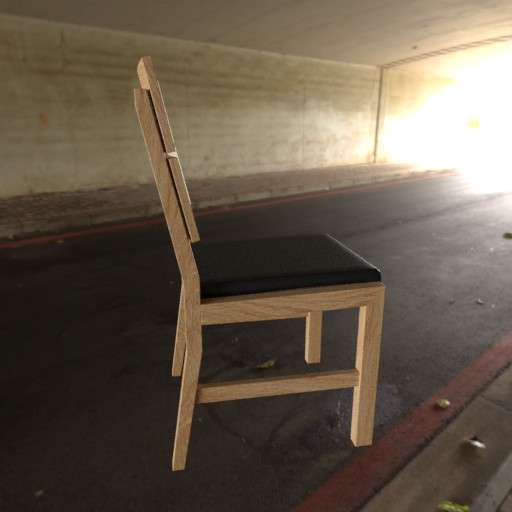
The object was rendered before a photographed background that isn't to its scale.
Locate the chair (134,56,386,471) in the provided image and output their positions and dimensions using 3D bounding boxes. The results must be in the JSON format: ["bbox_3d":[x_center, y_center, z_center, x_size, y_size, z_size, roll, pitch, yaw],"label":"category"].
[{"bbox_3d":[0.000,0.000,1.236,0.569,0.950,0.475,-3,17,-10],"label":"chair"}]
